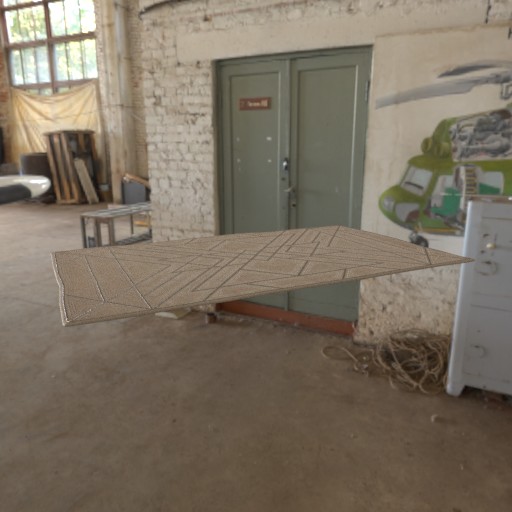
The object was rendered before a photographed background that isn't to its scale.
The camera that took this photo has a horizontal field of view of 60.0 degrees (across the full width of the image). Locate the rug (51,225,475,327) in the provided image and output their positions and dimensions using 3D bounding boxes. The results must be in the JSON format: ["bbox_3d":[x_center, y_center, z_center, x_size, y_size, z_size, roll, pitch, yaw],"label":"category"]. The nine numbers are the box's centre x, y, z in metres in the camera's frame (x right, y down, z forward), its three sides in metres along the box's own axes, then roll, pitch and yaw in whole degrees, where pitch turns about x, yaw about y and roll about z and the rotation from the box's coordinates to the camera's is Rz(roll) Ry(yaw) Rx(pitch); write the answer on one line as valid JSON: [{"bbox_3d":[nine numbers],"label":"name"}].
[{"bbox_3d":[0.000,0.000,1.048,0.869,0.008,0.511,-7,15,-25],"label":"rug"}]
